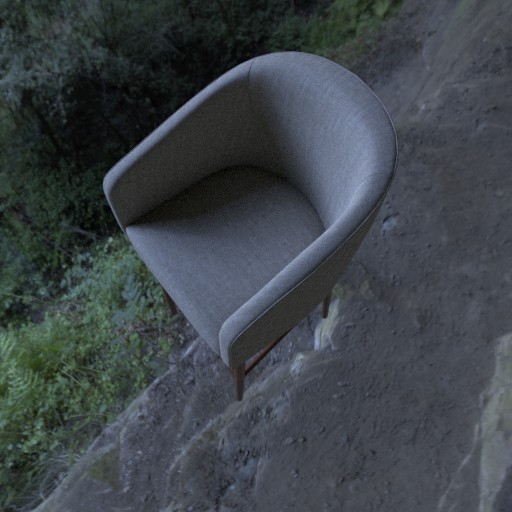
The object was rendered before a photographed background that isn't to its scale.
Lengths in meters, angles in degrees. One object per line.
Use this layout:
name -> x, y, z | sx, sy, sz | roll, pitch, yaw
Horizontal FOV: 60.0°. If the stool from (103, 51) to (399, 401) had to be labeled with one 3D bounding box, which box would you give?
stool -> 0.000, 0.000, 1.414 | 0.607, 1.078, 0.559 | -35, 67, -17
